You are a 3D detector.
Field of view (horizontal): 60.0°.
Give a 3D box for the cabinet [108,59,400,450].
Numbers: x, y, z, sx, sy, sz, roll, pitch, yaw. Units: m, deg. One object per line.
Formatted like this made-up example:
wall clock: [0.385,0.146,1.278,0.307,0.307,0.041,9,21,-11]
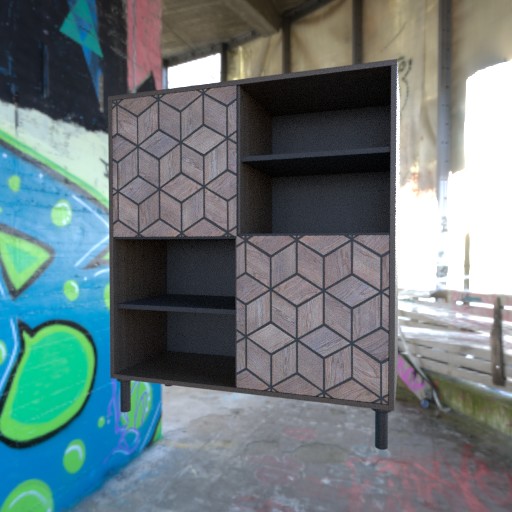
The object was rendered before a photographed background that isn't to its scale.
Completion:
cabinet: [0.000,0.000,1.662,1.010,1.170,0.400,0,2,19]
